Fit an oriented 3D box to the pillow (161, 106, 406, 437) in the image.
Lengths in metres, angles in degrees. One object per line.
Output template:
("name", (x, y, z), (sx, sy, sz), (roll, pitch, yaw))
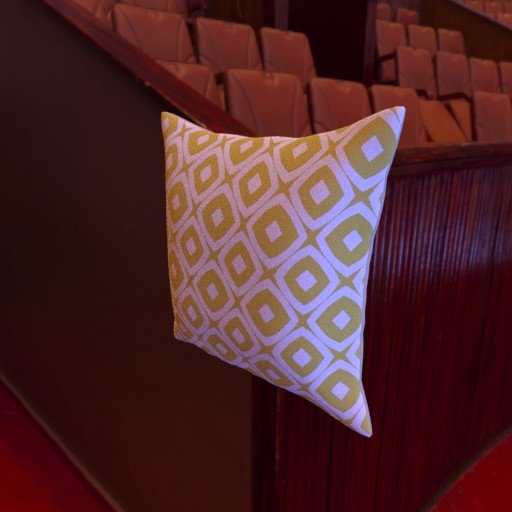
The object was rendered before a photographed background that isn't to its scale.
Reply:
("pillow", (0.000, 0.000, 0.785), (0.504, 0.494, 0.188), (15, 23, 40))
